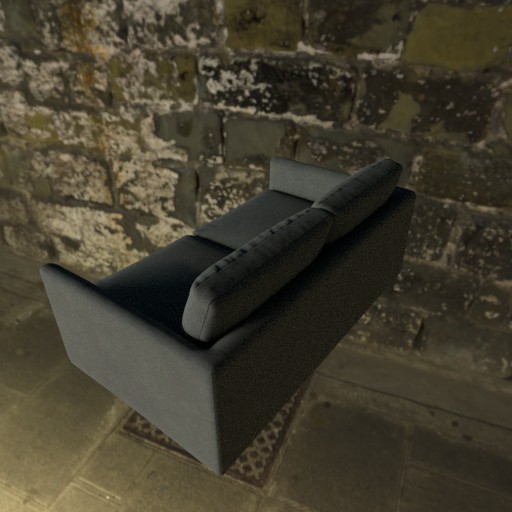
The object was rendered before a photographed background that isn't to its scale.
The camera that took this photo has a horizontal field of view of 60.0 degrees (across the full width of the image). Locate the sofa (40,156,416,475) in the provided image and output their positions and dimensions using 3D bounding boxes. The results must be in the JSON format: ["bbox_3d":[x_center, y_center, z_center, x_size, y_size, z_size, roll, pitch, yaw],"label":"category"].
[{"bbox_3d":[0.000,0.000,2.512,1.091,0.845,1.909,22,38,31],"label":"sofa"}]
